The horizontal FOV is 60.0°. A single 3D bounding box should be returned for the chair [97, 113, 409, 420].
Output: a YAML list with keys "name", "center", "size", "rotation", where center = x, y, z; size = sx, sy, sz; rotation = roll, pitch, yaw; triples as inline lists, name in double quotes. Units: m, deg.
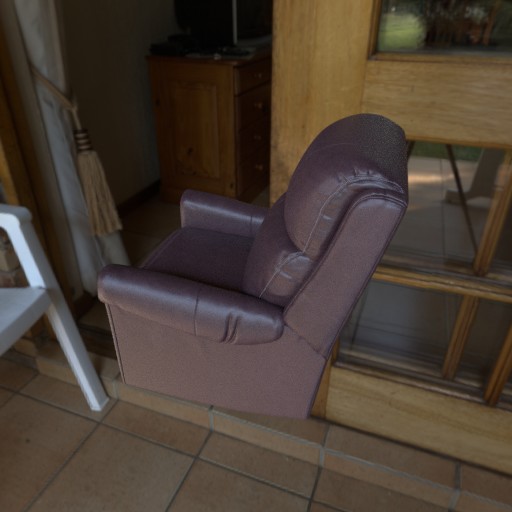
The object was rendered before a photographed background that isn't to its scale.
- name: "chair"
  center: [0.000, 0.000, 1.773]
  size: [1.014, 1.054, 0.838]
  rotation: [8, 32, 13]
